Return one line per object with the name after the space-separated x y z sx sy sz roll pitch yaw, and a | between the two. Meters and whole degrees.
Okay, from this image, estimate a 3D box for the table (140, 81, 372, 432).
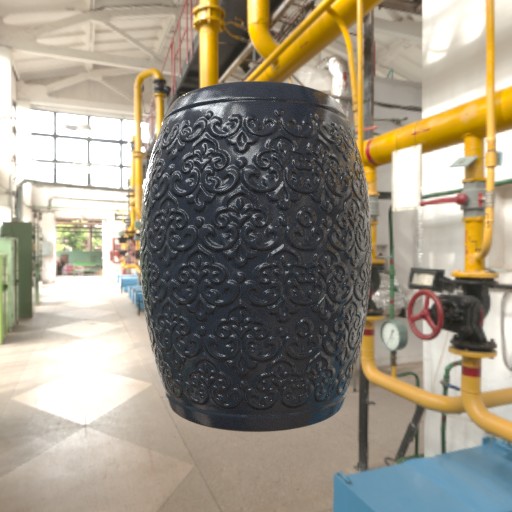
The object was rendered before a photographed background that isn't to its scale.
0.000 0.000 0.610 0.309 0.397 0.309 0 0 0 | table
